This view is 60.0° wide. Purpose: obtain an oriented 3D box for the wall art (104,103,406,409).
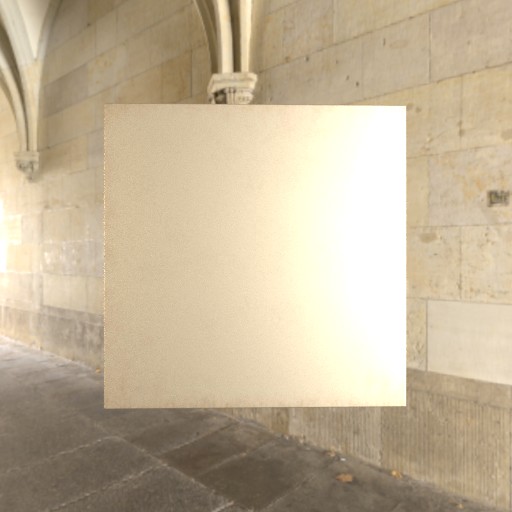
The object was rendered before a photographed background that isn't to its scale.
[{"bbox_3d":[0.000,0.000,0.758,0.503,0.506,0.040,0,0,-1],"label":"wall art"}]
